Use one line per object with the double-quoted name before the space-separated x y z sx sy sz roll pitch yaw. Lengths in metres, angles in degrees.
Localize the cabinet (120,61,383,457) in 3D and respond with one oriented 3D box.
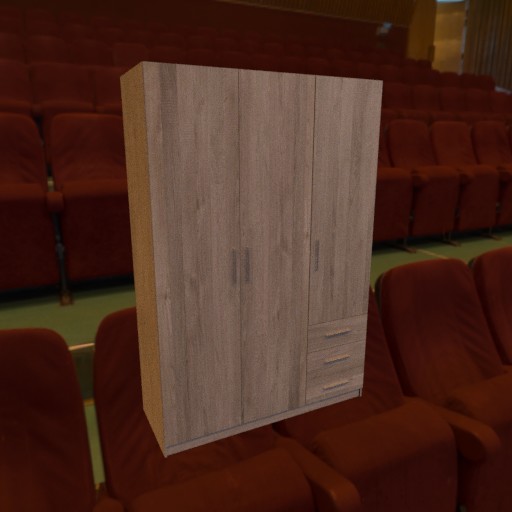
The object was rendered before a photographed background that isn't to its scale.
"cabinet" 0.000 0.000 2.548 1.290 1.910 0.510 -7 16 -26
